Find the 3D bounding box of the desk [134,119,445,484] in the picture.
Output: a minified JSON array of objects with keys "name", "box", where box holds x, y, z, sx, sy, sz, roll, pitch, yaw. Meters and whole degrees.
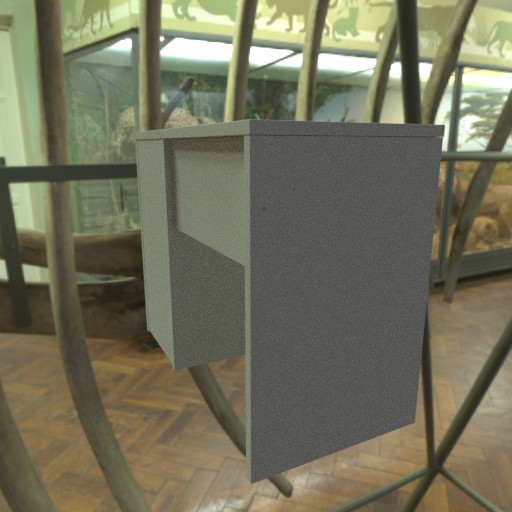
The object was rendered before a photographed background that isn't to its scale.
[{"name":"desk","box":[0.000,0.000,1.329,0.482,0.730,0.898,-7,16,-26]}]
